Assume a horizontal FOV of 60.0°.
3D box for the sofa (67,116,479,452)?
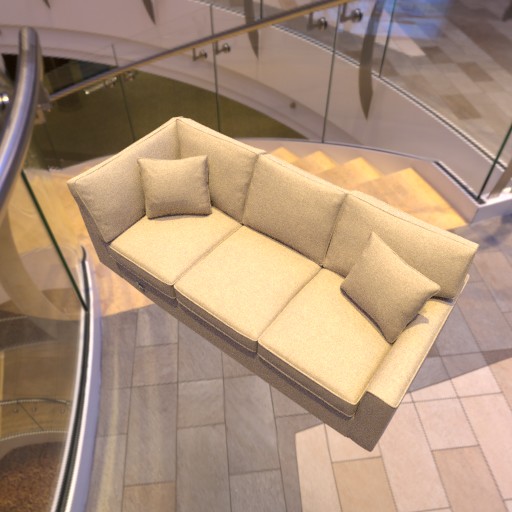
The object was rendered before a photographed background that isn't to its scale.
[{"bbox_3d":[0.000,0.000,2.837,2.317,0.962,1.061,29,54,25],"label":"sofa"}]
